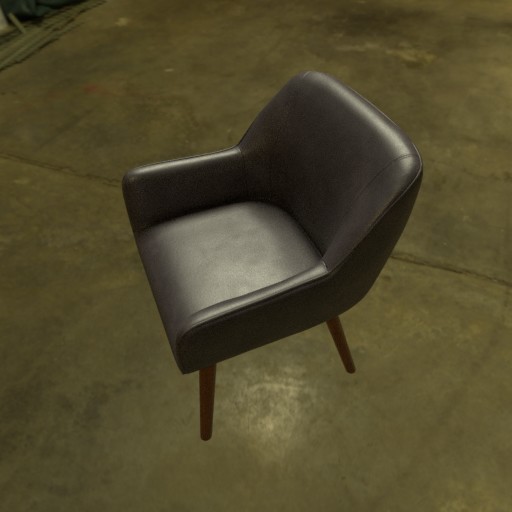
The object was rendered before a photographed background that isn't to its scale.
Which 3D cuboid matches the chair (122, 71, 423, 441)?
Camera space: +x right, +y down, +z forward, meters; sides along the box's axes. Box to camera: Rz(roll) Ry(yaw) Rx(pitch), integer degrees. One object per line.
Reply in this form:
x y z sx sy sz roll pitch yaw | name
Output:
0.000 0.000 1.270 0.610 0.828 0.610 -17 48 -16 | chair
